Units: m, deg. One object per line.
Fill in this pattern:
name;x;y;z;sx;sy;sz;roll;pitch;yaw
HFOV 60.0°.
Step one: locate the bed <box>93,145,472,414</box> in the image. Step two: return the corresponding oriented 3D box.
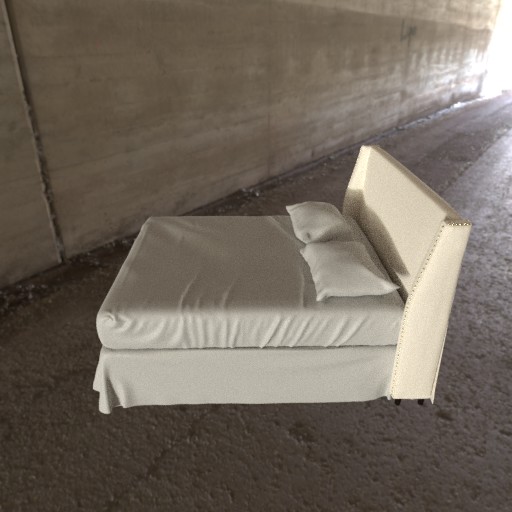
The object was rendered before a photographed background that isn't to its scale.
bed;0.000;0.000;3.446;2.276;1.332;1.925;-1;27;-1
